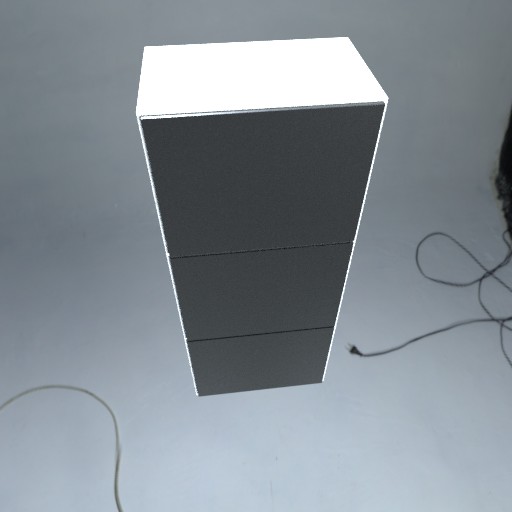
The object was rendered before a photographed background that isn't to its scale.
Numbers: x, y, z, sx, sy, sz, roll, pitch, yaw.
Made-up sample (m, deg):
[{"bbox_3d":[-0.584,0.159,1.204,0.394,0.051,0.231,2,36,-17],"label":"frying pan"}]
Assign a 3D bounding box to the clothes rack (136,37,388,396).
[{"bbox_3d":[0.000,0.000,1.408,0.500,1.187,0.330,-5,47,-5],"label":"clothes rack"}]
